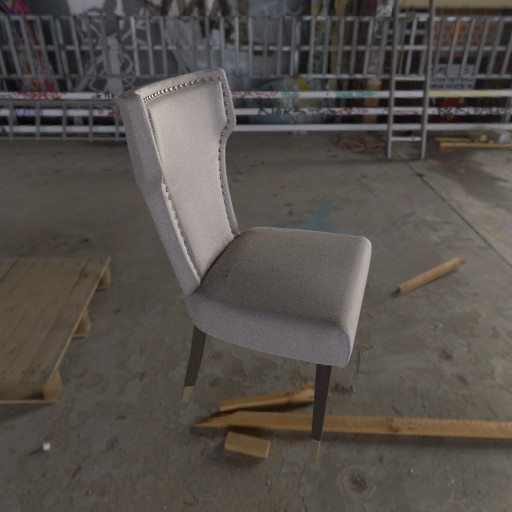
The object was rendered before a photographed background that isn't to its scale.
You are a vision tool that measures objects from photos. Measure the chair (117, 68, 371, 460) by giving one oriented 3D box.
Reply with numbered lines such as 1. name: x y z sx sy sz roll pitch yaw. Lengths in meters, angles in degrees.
1. chair: 0.000 0.000 1.289 0.630 0.950 0.526 9 31 16
